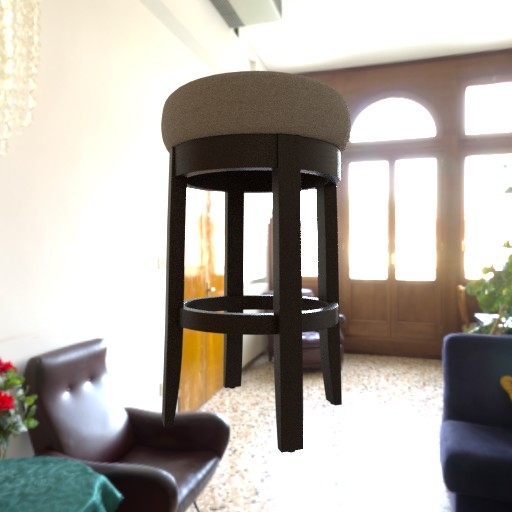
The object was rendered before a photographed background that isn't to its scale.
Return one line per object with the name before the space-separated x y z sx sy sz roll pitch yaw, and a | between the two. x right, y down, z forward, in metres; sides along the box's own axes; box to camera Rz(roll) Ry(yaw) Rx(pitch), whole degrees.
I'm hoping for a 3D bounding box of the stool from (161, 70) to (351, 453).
stool | 0.000 0.000 1.061 0.443 0.757 0.443 0 1 0
